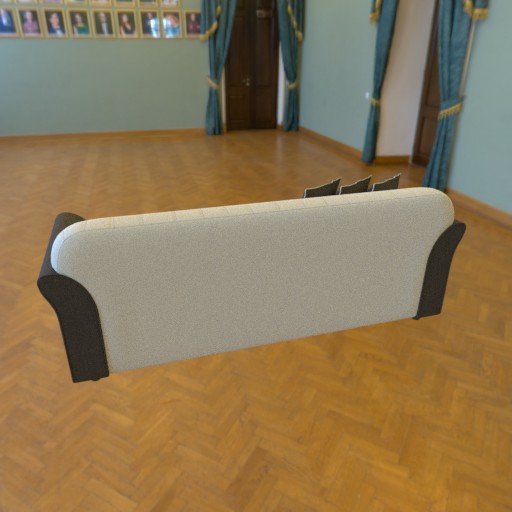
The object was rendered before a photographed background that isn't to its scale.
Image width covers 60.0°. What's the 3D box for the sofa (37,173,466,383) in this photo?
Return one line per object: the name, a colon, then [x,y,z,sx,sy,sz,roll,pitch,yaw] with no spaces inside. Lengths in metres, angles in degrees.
sofa: [0.000,0.000,2.379,2.001,0.787,0.755,-7,26,-15]
